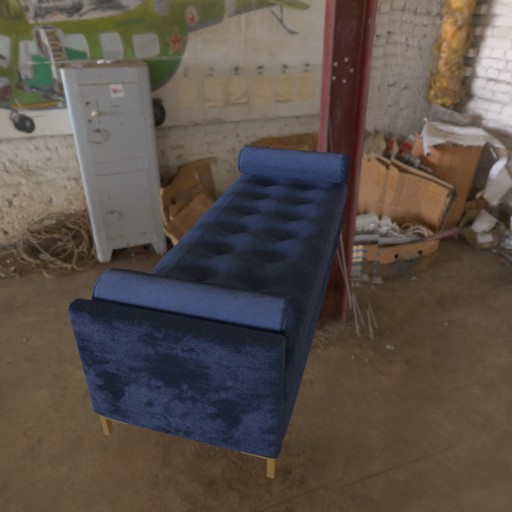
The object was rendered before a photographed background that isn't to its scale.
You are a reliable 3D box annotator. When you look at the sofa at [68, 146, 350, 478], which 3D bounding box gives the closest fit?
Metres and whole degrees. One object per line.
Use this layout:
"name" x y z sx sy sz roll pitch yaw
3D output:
"sofa" 0.000 0.000 2.450 0.796 0.705 2.102 8 31 14
